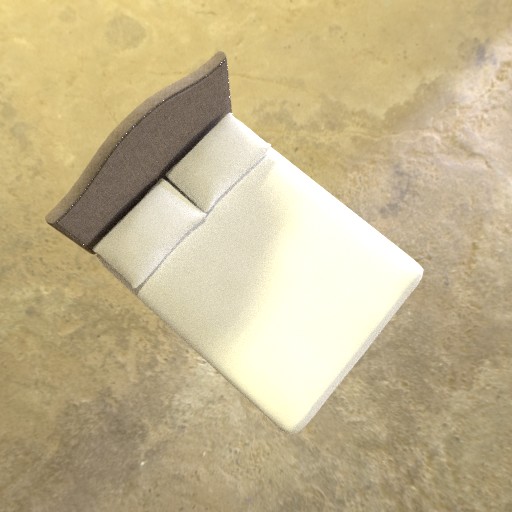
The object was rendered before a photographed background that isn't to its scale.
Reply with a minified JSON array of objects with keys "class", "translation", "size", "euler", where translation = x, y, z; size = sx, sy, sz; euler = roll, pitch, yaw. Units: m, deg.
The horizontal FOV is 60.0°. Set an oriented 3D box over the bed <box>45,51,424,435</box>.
[{"class":"bed","translation":[0.000,0.000,3.283],"size":[2.153,1.518,1.713],"euler":[40,79,9]}]
